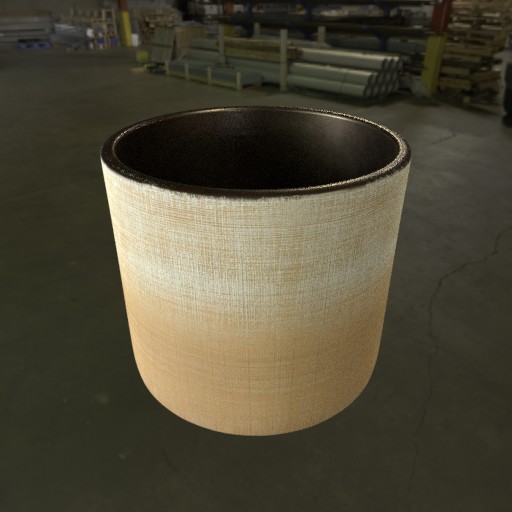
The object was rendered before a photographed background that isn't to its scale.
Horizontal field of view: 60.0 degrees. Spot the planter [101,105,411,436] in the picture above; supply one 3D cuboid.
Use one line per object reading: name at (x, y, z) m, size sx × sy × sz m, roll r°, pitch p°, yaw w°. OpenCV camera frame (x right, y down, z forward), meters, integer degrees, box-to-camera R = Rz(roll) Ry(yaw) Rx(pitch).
planter at (0.000, 0.000, 0.372) m, size 0.221 × 0.201 × 0.221 m, roll 0°, pitch 31°, yaw 0°
